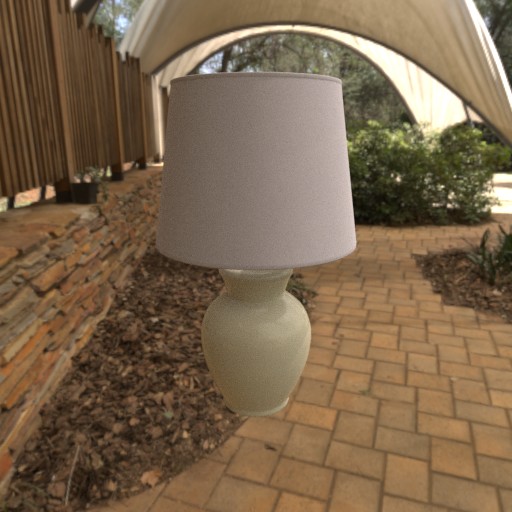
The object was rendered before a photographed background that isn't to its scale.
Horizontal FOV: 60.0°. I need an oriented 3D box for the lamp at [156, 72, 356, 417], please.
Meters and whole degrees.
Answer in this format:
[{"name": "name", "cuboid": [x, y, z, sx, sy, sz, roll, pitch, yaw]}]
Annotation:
[{"name": "lamp", "cuboid": [0.000, 0.000, 0.546, 0.239, 0.399, 0.239, 0, 16, 0]}]
